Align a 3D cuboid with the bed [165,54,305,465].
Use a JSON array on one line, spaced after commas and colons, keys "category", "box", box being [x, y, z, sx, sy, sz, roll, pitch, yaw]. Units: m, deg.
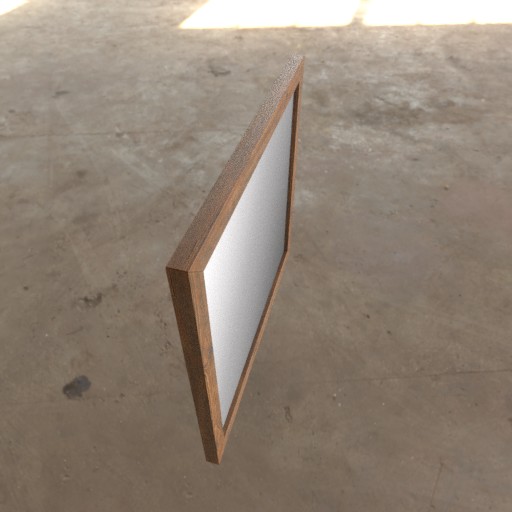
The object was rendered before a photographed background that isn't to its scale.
[{"category": "bed", "box": [0.000, 0.000, 1.492, 0.046, 0.942, 1.046, 12, 46, 11]}]
